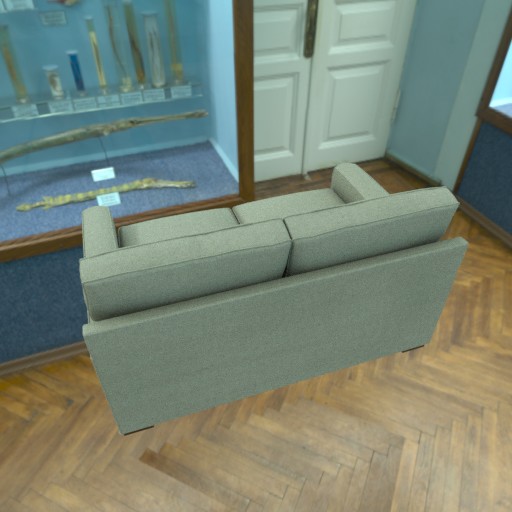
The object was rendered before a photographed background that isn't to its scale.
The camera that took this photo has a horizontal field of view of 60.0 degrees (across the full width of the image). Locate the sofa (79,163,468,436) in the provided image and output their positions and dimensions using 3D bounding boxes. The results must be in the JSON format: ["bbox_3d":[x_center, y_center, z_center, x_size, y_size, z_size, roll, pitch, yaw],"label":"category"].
[{"bbox_3d":[0.000,0.000,2.070,1.484,0.853,0.940,-12,42,-14],"label":"sofa"}]
